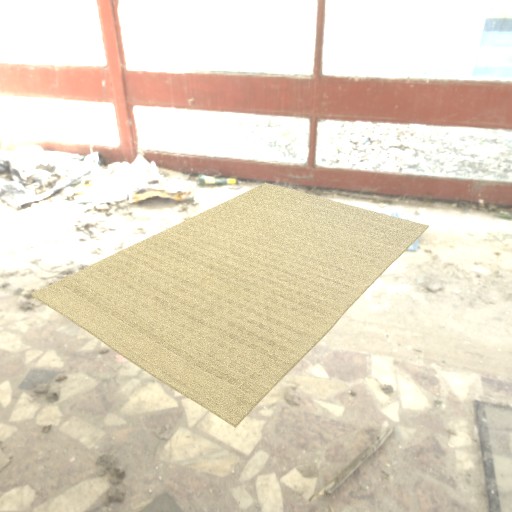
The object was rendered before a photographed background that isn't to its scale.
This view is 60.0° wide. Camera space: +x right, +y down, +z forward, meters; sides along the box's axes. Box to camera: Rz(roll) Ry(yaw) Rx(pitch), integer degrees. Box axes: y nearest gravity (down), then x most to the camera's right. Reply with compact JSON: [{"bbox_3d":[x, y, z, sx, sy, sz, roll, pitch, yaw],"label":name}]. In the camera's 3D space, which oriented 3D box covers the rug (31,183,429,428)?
[{"bbox_3d":[0.000,0.000,2.944,1.532,0.018,2.297,21,35,32],"label":"rug"}]
